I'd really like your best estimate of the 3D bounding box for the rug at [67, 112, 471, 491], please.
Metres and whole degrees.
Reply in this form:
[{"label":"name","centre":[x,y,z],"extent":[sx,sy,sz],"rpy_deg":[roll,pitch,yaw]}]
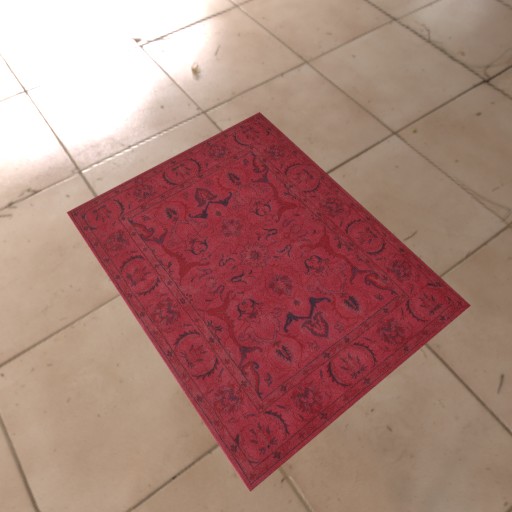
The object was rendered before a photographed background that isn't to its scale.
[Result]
[{"label":"rug","centre":[0.000,0.000,3.954],"extent":[2.300,0.012,2.929],"rpy_deg":[-33,64,-18]}]
